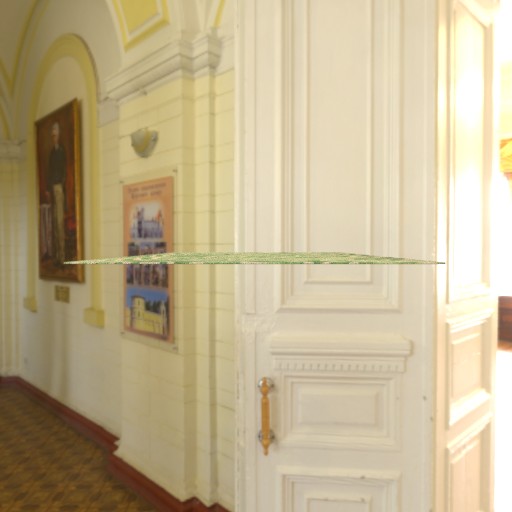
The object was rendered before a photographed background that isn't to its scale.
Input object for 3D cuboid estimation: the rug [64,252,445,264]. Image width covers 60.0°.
[{"bbox_3d":[0.000,0.000,2.325,1.220,0.006,1.826,0,1,0],"label":"rug"}]
